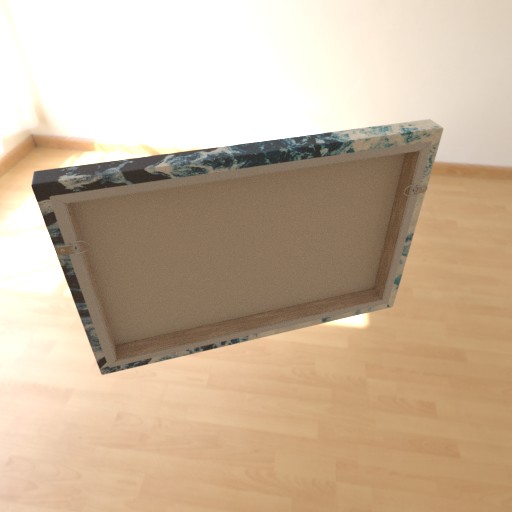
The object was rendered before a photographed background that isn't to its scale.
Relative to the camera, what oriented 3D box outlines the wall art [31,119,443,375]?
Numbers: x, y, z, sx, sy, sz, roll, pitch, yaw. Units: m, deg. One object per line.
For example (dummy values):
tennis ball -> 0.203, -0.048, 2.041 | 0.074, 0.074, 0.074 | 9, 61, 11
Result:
wall art -> 0.000, 0.000, 0.773 | 0.609, 0.407, 0.043 | -11, 41, -13
